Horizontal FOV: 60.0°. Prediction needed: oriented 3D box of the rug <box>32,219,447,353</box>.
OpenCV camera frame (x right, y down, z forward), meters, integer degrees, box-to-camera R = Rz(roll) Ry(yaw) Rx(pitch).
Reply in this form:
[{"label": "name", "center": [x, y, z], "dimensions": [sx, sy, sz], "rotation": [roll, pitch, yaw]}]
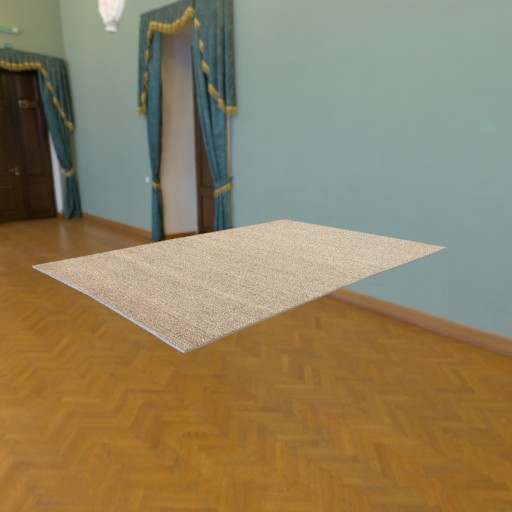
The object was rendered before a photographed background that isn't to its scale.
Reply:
[{"label": "rug", "center": [0.000, 0.000, 3.001], "dimensions": [2.342, 0.030, 1.609], "rotation": [-14, 20, -42]}]
